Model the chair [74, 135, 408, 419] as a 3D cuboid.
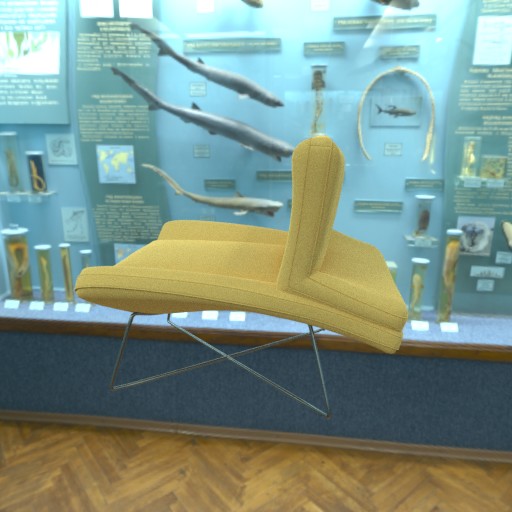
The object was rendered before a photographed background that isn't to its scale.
[{"bbox_3d":[0.000,0.000,1.636,1.008,0.855,0.859,2,16,8],"label":"chair"}]
